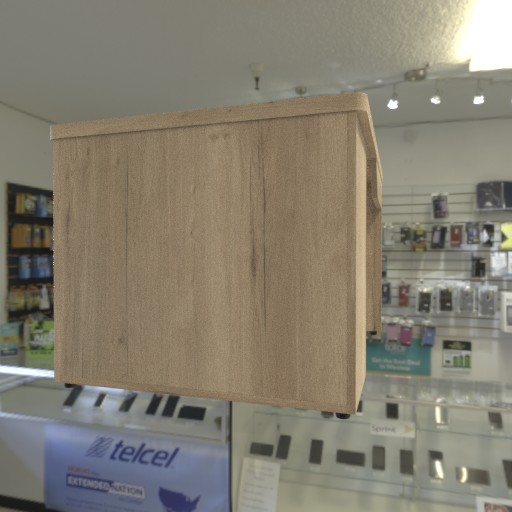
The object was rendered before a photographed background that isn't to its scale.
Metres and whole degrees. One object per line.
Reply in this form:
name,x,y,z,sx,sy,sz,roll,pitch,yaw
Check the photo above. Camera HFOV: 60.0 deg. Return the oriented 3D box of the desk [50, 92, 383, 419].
desk,0.000,0.000,1.702,0.900,0.760,1.169,0,1,18
